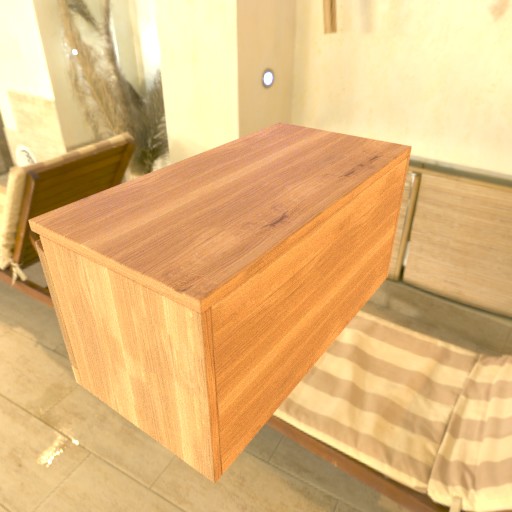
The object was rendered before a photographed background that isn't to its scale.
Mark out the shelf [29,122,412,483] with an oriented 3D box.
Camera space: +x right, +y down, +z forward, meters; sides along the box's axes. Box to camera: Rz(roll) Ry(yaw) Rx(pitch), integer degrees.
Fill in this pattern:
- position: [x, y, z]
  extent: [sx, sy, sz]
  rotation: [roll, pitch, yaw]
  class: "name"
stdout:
- position: [0.000, 0.000, 1.050]
  extent: [0.400, 0.400, 0.800]
  rotation: [20, 37, 30]
  class: "shelf"
